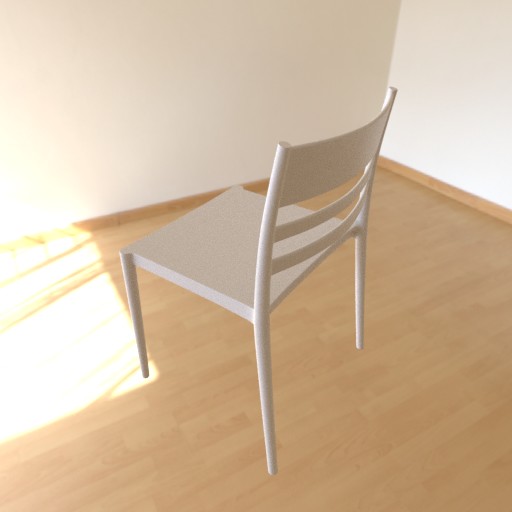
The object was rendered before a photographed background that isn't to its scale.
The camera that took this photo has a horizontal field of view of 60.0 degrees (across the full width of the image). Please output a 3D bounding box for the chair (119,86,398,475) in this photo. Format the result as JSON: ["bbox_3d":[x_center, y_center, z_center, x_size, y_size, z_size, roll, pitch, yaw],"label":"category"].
[{"bbox_3d":[0.000,0.000,1.137,0.511,0.800,0.531,21,38,29],"label":"chair"}]
